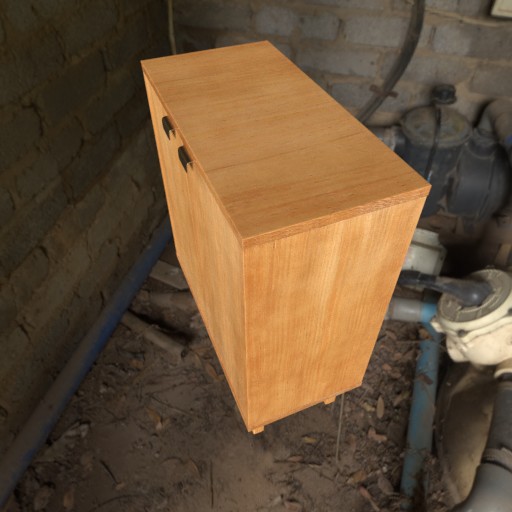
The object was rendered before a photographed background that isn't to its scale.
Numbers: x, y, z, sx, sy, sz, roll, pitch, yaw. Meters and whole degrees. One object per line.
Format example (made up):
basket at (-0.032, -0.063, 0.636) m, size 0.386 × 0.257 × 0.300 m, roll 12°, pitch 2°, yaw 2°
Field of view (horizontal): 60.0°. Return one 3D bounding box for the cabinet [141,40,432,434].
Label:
cabinet at (0.000, 0.000, 1.425) m, size 0.419 × 1.001 × 0.800 m, roll -17°, pitch 48°, yaw -15°
